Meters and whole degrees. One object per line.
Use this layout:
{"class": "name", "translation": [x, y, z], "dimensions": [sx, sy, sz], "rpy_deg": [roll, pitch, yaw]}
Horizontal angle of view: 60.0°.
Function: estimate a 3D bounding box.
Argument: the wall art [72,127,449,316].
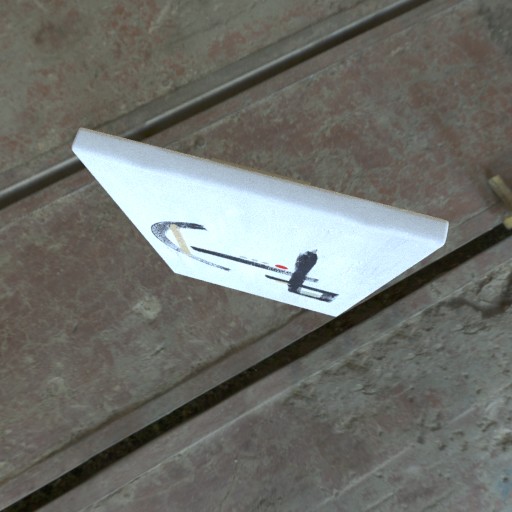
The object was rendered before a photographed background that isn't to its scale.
{"class": "wall art", "translation": [0.000, 0.000, 1.133], "dimensions": [0.602, 0.916, 0.048], "rpy_deg": [15, 76, 4]}
